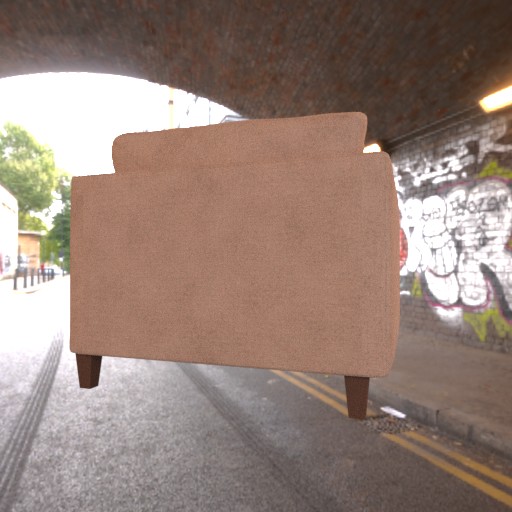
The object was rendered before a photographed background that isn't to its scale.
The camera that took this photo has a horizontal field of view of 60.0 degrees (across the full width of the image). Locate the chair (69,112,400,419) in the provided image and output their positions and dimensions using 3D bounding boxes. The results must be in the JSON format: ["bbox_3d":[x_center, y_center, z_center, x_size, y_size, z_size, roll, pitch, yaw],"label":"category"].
[{"bbox_3d":[0.000,0.000,1.848,1.133,0.961,0.959,0,-1,19],"label":"chair"}]
